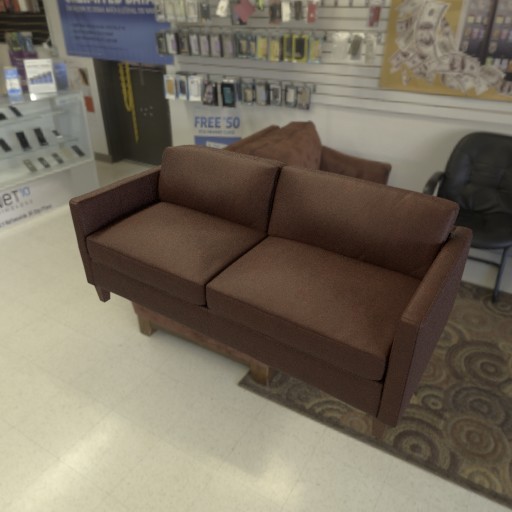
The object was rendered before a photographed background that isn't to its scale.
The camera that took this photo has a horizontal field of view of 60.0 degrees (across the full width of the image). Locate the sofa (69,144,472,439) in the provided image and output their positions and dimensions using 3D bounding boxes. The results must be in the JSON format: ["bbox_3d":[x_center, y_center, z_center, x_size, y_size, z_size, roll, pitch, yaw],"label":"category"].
[{"bbox_3d":[0.000,0.000,2.419,1.971,0.863,0.923,19,35,29],"label":"sofa"}]
